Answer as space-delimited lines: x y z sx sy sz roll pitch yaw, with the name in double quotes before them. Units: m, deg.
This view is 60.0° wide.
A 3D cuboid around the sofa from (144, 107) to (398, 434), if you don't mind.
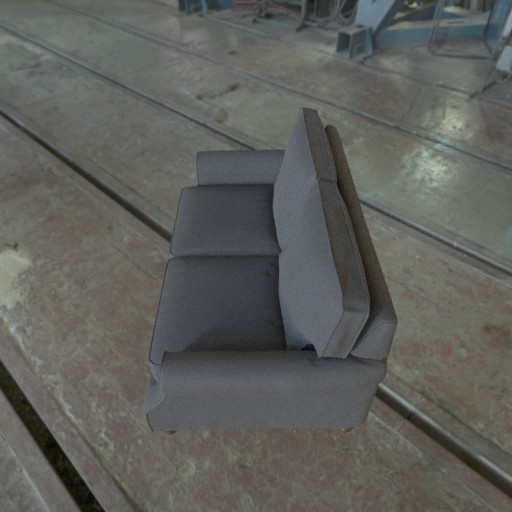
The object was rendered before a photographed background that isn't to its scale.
"sofa" 0.000 0.000 2.247 0.964 0.937 1.665 0 42 -1
